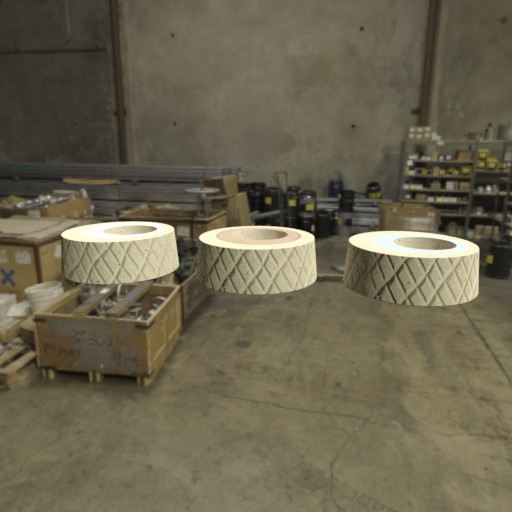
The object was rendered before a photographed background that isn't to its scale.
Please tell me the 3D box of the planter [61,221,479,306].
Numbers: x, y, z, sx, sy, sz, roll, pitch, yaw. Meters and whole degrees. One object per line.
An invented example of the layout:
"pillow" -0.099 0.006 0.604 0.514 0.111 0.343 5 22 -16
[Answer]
"planter" 0.000 0.000 0.418 0.390 0.038 0.114 3 15 11
